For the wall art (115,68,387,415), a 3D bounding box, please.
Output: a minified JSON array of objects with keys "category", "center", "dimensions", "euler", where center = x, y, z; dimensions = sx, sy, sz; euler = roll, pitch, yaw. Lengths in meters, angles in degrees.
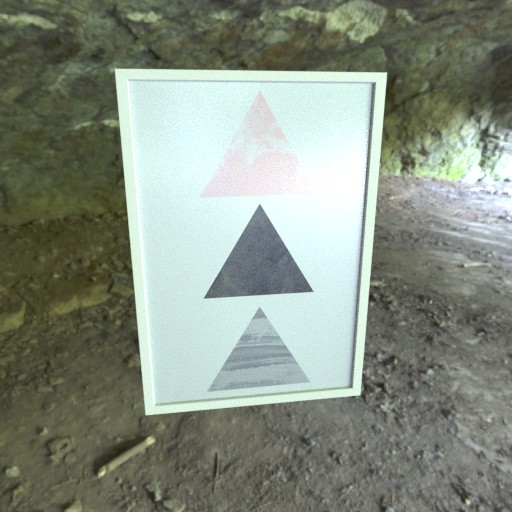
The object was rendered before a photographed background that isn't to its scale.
[{"category":"wall art","center":[0.000,0.000,0.560],"dimensions":[0.303,0.433,0.013],"euler":[-3,18,-8]}]
